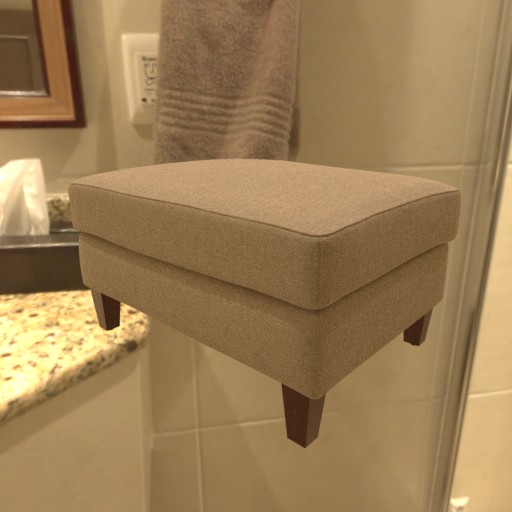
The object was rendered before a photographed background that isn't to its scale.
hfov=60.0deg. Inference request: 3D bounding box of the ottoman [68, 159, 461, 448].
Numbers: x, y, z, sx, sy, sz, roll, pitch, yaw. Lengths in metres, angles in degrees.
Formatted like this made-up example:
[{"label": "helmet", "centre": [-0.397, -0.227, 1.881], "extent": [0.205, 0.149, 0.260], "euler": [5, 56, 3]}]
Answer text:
[{"label": "ottoman", "centre": [0.000, 0.000, 1.274], "extent": [0.898, 0.519, 0.677], "euler": [15, 23, 40]}]
